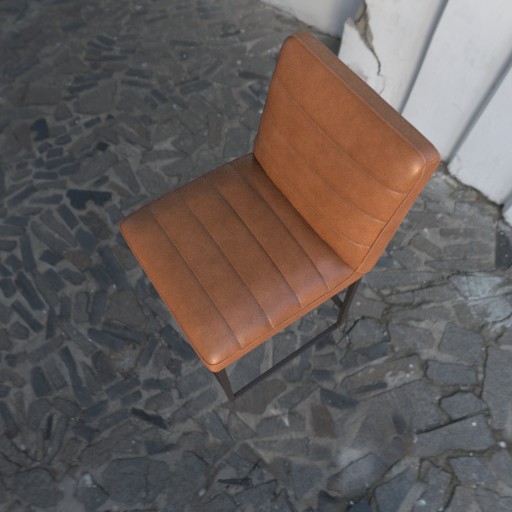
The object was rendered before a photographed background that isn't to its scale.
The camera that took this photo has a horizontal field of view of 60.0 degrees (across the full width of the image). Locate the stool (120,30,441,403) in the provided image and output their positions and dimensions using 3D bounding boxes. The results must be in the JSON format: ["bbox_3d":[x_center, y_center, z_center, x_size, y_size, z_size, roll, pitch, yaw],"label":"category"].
[{"bbox_3d":[0.000,0.000,1.221,0.556,0.940,0.458,-31,68,-15],"label":"stool"}]
